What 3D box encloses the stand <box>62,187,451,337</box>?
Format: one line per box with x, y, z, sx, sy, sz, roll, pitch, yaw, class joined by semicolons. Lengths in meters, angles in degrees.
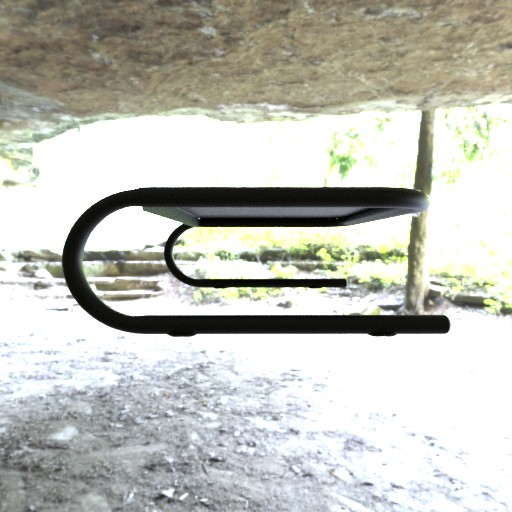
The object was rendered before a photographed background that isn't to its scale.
0.000;0.000;0.498;0.280;0.108;0.370;0;1;0;stand
